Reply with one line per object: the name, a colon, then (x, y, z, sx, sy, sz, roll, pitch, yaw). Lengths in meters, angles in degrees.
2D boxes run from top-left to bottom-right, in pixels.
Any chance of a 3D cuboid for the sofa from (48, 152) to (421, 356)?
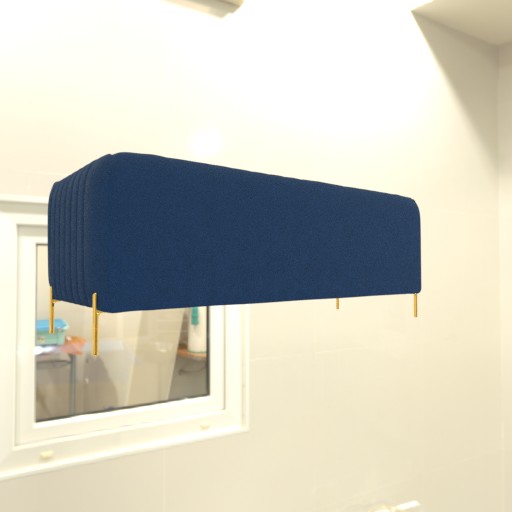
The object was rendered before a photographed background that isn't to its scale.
sofa: (0.000, 0.000, 2.610, 2.136, 0.793, 0.896, 1, -2, -37)
